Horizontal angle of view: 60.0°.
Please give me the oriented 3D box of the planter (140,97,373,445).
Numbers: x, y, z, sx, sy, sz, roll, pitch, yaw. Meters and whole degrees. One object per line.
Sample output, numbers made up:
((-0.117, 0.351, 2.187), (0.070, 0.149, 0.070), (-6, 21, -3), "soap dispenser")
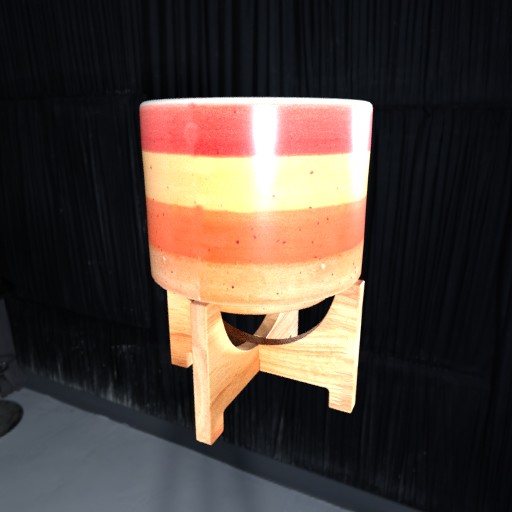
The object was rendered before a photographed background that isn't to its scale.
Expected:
((0.000, 0.000, 0.411), (0.199, 0.268, 0.199), (0, 17, 0), "planter")
